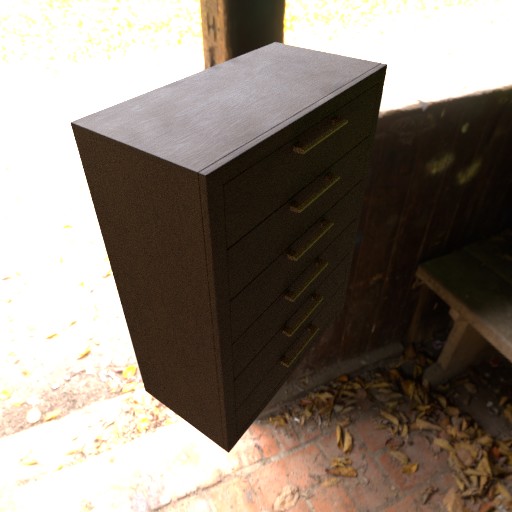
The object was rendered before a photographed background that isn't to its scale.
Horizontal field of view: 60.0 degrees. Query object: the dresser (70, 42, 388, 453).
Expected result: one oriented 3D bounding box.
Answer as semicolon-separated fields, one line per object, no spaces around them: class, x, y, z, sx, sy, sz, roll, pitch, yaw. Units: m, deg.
dresser;0.000;0.000;1.777;0.516;1.320;0.964;25;46;27
